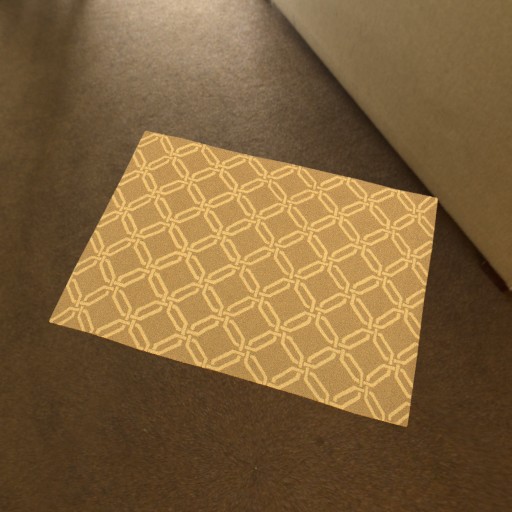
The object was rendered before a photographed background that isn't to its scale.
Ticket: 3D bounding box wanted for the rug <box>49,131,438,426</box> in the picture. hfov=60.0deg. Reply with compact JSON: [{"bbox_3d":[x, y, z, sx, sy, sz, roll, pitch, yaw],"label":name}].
[{"bbox_3d":[0.000,0.000,2.811,2.135,0.013,1.524,14,65,7],"label":"rug"}]
